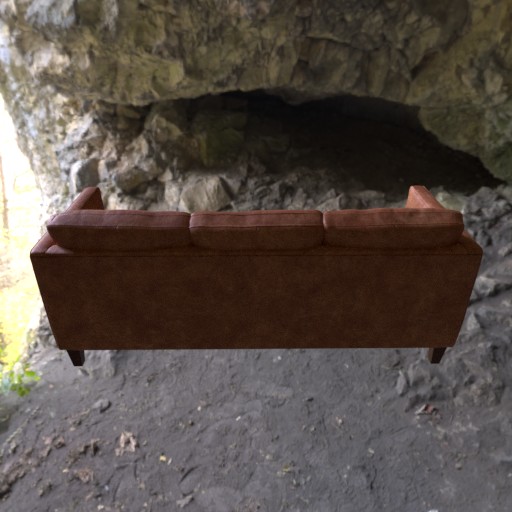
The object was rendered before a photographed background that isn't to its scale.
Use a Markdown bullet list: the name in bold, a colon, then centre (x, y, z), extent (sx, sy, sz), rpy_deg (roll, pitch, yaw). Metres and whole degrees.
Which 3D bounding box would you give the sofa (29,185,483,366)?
- **sofa**: centre (0.000, 0.000, 2.959), extent (2.464, 1.006, 1.045), rpy_deg (0, 30, -1)
